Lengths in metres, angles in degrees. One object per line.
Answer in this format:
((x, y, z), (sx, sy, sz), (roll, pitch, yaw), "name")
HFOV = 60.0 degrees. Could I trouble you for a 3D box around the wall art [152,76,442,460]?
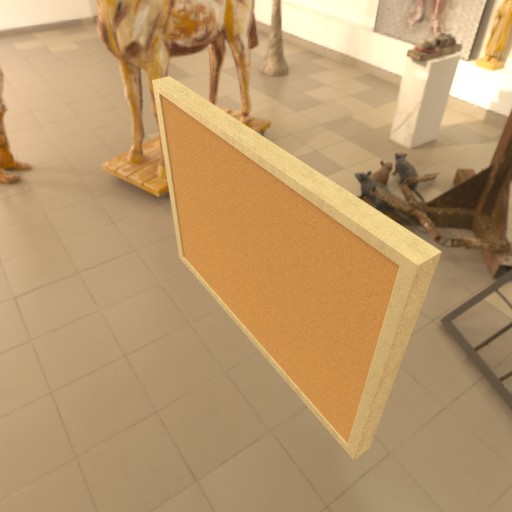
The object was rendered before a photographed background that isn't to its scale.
((0.000, 0.000, 0.678), (0.032, 0.380, 0.532), (-25, 47, -25), "wall art")
